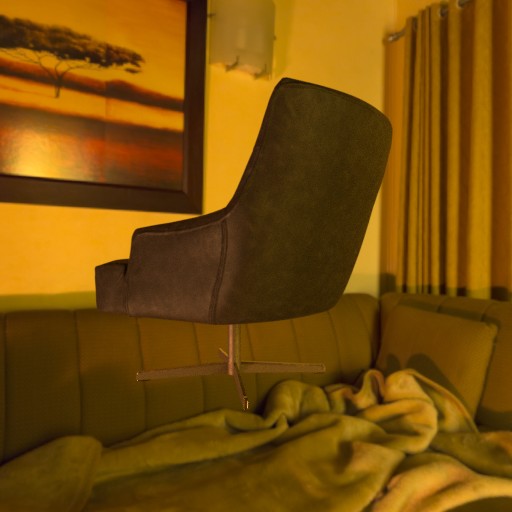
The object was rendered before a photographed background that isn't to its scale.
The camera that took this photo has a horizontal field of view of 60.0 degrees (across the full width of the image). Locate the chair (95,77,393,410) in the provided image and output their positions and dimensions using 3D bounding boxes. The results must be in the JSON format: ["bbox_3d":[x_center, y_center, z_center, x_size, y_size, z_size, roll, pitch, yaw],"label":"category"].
[{"bbox_3d":[0.000,0.000,1.527,0.874,0.870,0.738,0,1,37],"label":"chair"}]
